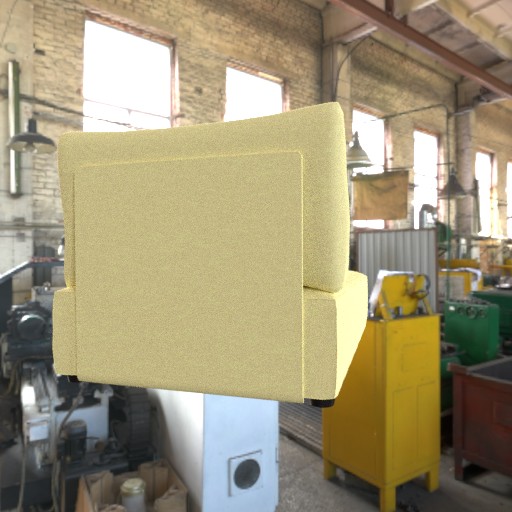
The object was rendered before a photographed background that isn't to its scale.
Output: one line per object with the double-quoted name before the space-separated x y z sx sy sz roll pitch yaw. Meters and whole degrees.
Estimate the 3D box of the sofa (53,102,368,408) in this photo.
"sofa" 0.000 0.000 1.963 0.930 0.820 1.450 0 0 17
